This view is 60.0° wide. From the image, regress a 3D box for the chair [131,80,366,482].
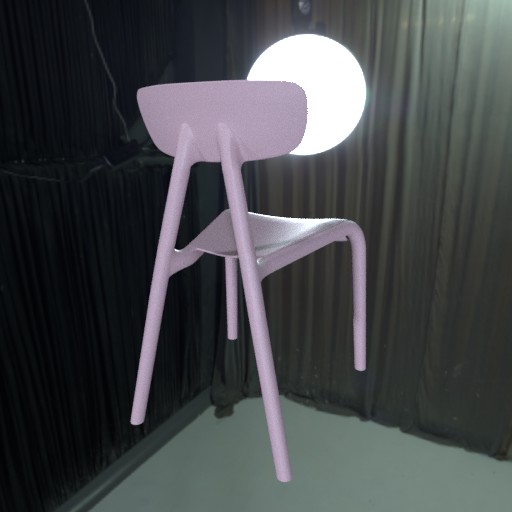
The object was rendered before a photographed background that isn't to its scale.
[{"bbox_3d":[0.000,0.000,0.833,0.356,0.580,0.401,8,18,26],"label":"chair"}]
